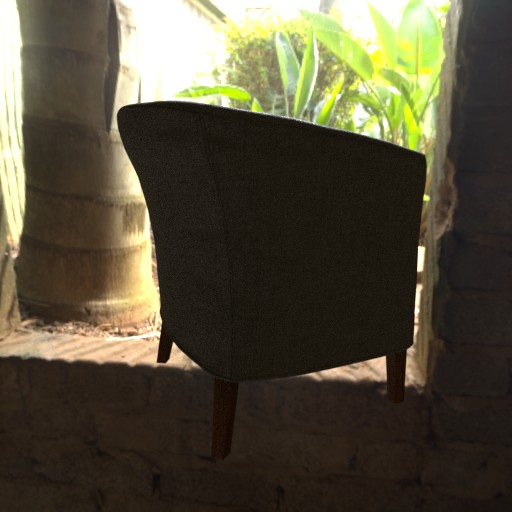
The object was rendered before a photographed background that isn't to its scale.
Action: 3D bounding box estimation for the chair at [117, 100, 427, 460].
[{"bbox_3d":[0.000,0.000,1.224,0.668,0.771,0.600,-7,16,-26],"label":"chair"}]
